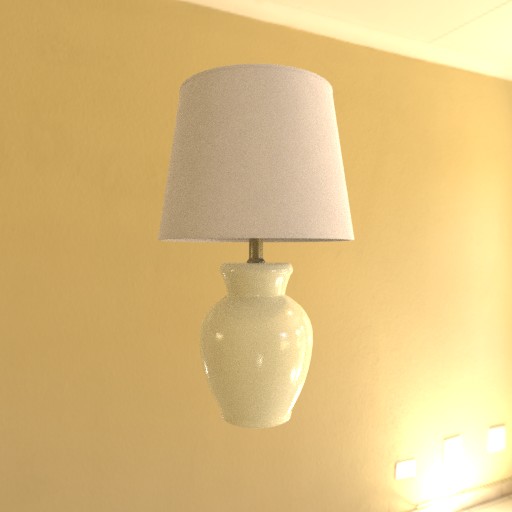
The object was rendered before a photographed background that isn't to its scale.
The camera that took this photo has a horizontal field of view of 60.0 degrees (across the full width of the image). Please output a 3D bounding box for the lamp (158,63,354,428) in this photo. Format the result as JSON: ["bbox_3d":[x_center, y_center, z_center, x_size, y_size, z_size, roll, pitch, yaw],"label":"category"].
[{"bbox_3d":[0.000,0.000,0.553,0.239,0.399,0.239,0,1,0],"label":"lamp"}]
